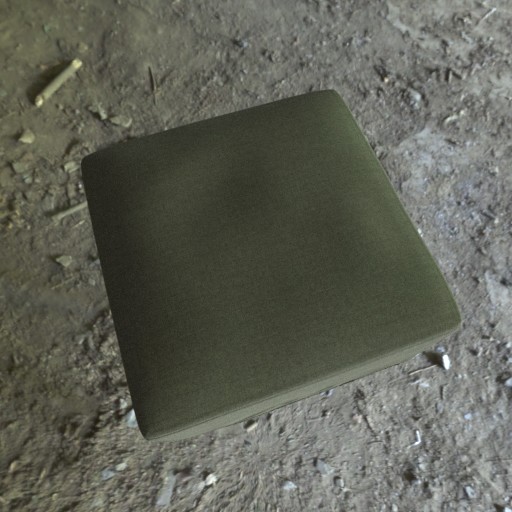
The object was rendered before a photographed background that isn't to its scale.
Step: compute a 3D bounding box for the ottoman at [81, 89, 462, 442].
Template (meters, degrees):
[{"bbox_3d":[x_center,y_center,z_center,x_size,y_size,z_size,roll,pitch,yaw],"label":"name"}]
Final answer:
[{"bbox_3d":[0.000,0.000,1.339,0.840,0.436,0.843,-17,67,-8],"label":"ottoman"}]
